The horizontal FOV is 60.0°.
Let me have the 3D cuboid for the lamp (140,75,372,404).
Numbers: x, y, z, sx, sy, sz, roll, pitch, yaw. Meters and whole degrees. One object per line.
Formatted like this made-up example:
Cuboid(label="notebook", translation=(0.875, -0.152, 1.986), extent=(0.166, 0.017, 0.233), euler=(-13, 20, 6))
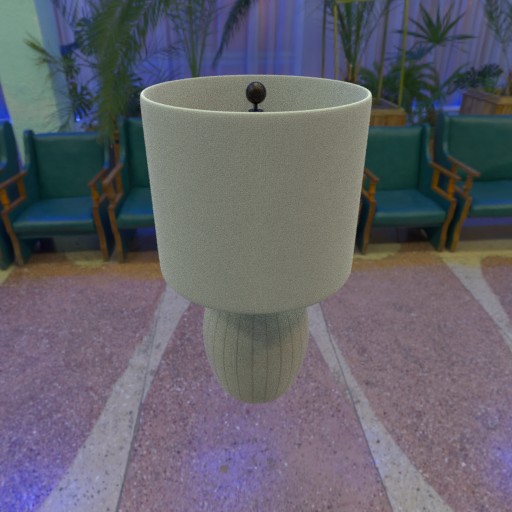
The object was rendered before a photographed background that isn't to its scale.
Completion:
Cuboid(label="lamp", translation=(0.000, 0.000, 0.772), extent=(0.328, 0.570, 0.328), euler=(0, 29, 0))
